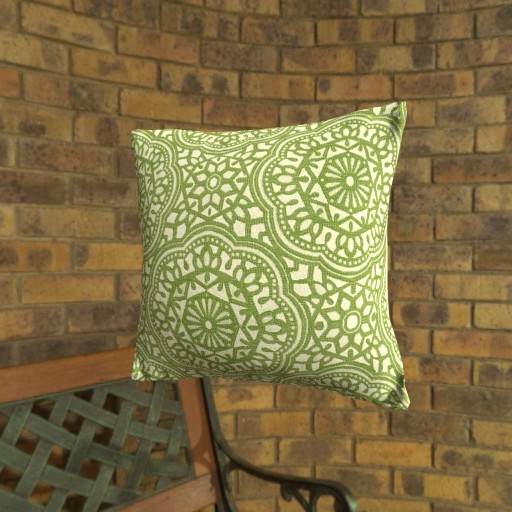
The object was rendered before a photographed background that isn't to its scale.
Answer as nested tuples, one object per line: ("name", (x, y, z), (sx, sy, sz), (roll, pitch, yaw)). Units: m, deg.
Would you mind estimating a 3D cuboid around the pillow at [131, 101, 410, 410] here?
("pillow", (0.000, 0.000, 0.669), (0.440, 0.419, 0.162), (0, 0, 18))
